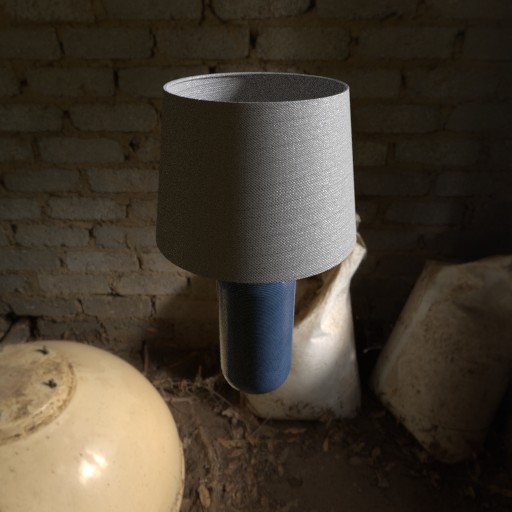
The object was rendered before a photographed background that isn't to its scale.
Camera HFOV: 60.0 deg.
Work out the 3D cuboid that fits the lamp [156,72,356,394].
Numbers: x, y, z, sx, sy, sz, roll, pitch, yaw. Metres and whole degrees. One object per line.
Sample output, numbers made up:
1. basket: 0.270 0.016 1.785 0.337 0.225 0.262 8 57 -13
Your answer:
1. lamp: 0.000 0.000 0.588 0.253 0.428 0.253 0 30 0
